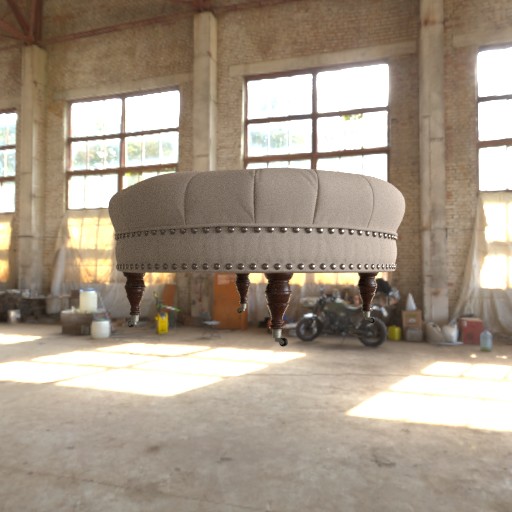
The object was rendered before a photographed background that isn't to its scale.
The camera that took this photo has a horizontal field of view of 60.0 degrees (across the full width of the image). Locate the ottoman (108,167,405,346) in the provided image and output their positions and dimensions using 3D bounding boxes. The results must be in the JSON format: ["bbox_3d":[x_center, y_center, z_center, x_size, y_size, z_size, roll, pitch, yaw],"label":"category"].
[{"bbox_3d":[0.000,0.000,1.406,0.901,0.439,0.901,0,-2,0],"label":"ottoman"}]
